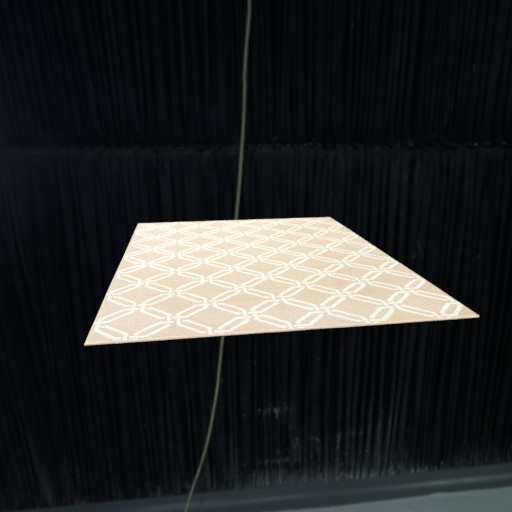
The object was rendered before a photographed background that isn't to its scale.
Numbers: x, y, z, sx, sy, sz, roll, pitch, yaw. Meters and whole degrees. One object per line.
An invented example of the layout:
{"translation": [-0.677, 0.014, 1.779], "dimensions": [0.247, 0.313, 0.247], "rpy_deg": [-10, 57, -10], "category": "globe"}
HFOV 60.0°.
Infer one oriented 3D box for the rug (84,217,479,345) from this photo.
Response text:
{"translation": [0.000, 0.000, 3.873], "dimensions": [2.288, 0.018, 2.895], "rpy_deg": [-3, 17, -8], "category": "rug"}
